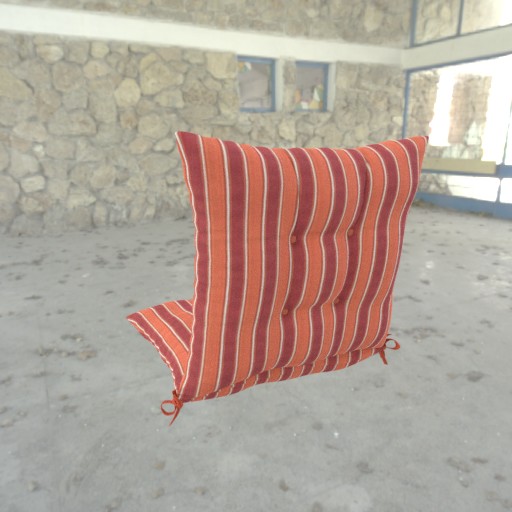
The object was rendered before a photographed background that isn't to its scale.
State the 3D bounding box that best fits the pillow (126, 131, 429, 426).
[{"bbox_3d":[0.000,0.000,1.018,0.541,0.536,0.585,-7,16,-26],"label":"pillow"}]
